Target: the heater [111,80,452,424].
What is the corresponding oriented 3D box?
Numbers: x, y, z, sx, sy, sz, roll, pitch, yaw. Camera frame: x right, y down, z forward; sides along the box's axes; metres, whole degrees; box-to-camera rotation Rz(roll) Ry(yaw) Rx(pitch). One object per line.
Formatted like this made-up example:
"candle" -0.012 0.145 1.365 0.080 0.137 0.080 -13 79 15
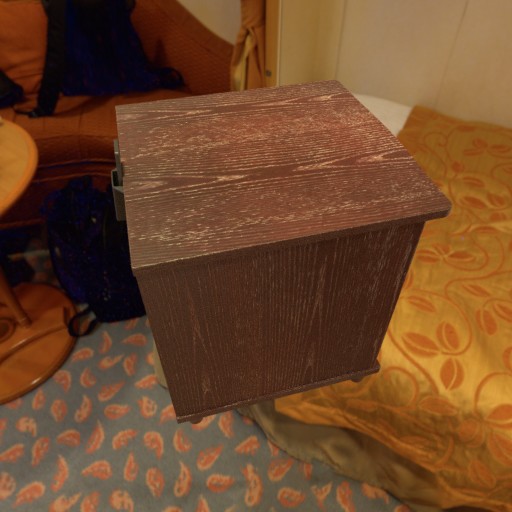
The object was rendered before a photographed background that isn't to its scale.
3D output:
"heater" 0.000 0.000 0.750 0.400 0.481 0.362 -11 46 -11
